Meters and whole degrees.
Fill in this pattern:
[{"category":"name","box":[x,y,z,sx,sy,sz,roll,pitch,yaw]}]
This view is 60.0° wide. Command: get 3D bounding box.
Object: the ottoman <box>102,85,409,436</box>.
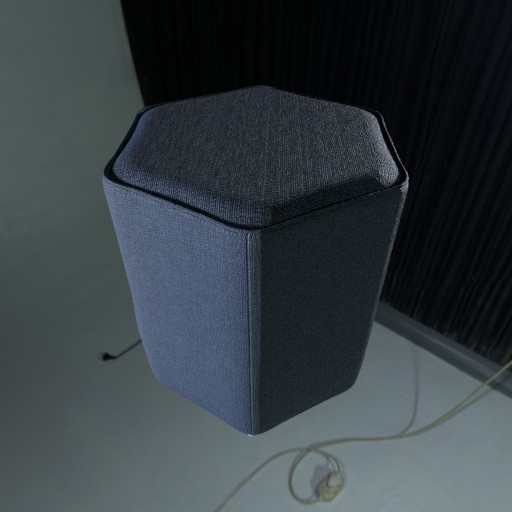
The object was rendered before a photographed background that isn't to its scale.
[{"category":"ottoman","box":[0.000,0.000,0.859,0.492,0.505,0.454,25,46,27]}]
